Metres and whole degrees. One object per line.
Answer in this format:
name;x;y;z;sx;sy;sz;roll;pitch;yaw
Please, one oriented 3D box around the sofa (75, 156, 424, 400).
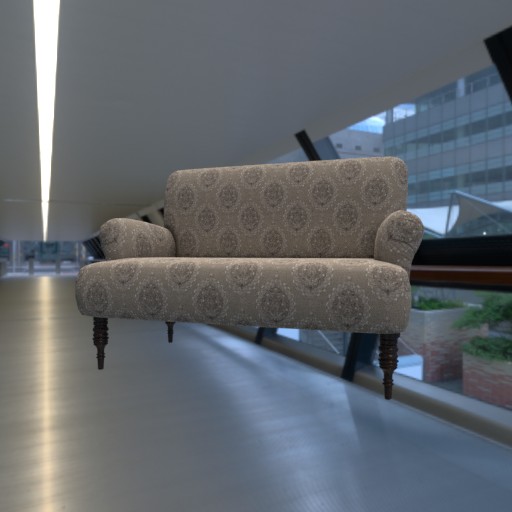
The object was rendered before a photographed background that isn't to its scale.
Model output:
sofa;0.000;0.000;1.841;1.297;0.889;0.779;0;1;19
